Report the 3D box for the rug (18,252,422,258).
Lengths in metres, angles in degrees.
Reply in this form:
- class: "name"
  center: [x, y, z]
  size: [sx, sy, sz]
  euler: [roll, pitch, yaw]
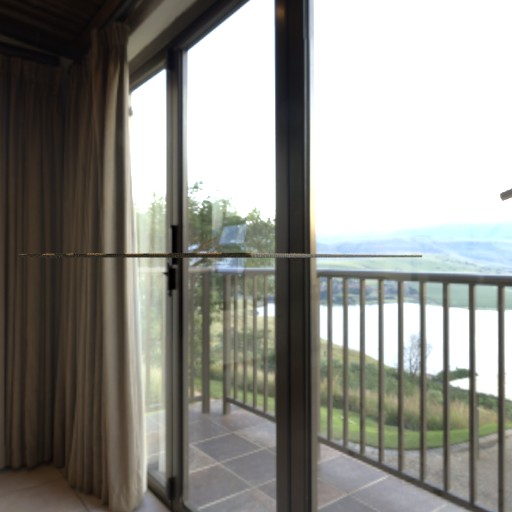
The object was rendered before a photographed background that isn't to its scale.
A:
- class: "rug"
  center: [0.000, 0.000, 2.303]
  size: [1.235, 0.014, 1.829]
  euler: [0, 0, 35]
